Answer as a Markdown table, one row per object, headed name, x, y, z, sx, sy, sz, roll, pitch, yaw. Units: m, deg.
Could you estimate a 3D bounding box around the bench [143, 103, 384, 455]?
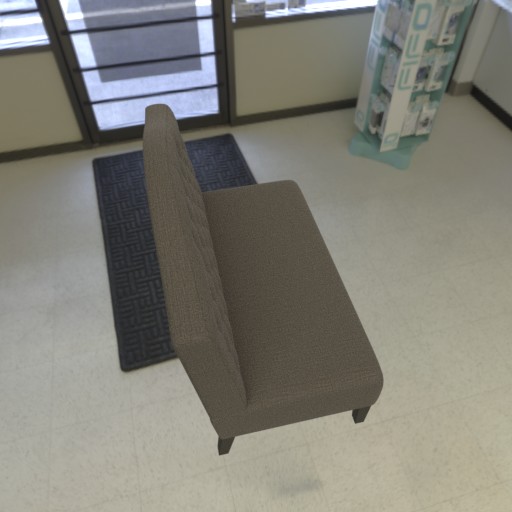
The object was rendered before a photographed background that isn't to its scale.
| name | x | y | z | sx | sy | sz | roll | pitch | yaw |
| --- | --- | --- | --- | --- | --- | --- | --- | --- | --- |
| bench | 0.000 | 0.000 | 2.059 | 0.815 | 1.180 | 1.335 | -10 | 49 | -8 |
